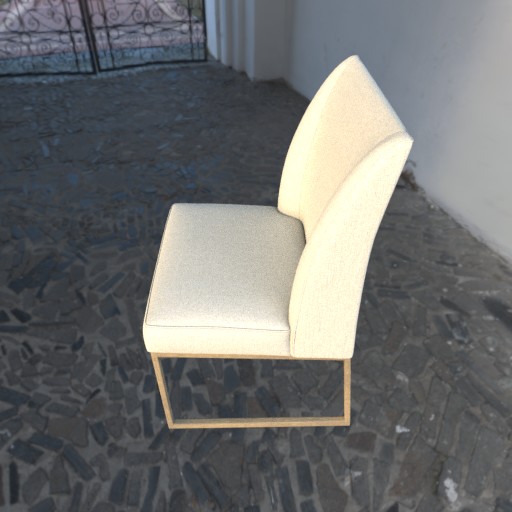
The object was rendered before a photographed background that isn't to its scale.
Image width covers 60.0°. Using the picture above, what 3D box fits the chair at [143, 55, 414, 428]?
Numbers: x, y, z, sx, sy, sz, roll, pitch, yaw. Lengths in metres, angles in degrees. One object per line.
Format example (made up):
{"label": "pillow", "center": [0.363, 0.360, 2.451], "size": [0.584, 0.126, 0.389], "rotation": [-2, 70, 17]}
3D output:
{"label": "chair", "center": [0.000, 0.000, 1.154], "size": [0.522, 0.863, 0.508], "rotation": [-1, 40, -1]}
